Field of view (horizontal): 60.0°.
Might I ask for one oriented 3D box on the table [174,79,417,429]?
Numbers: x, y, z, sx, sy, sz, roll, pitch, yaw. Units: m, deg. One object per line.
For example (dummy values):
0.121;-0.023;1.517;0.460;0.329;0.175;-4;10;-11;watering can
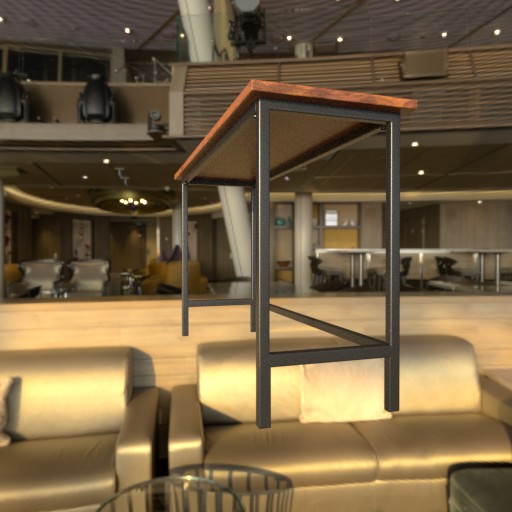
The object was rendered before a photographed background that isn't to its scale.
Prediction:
0.000;0.000;1.550;0.408;0.740;1.204;0;1;-18;table
